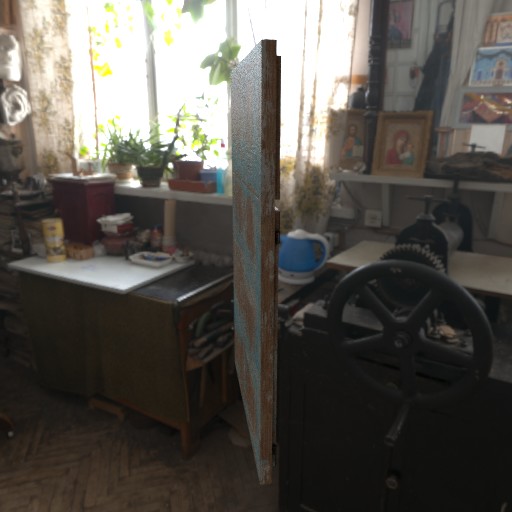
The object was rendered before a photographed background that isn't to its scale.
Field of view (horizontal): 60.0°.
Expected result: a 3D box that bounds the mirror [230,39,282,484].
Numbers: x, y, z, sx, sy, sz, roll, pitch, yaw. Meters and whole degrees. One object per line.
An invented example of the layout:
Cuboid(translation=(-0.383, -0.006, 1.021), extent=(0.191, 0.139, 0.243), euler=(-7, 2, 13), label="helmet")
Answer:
Cuboid(translation=(0.000, 0.000, 1.489), extent=(0.083, 1.213, 0.707), euler=(-3, 17, -8), label="mirror")
